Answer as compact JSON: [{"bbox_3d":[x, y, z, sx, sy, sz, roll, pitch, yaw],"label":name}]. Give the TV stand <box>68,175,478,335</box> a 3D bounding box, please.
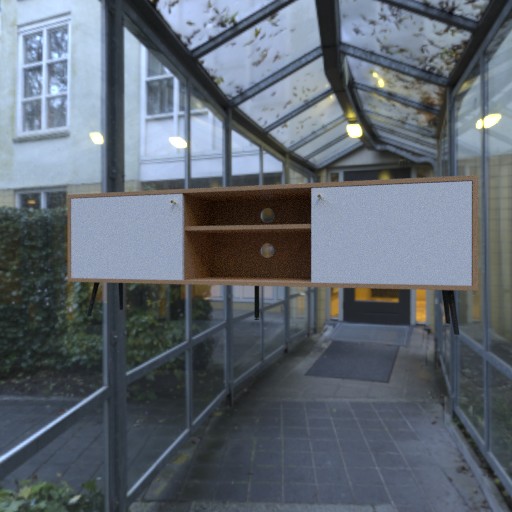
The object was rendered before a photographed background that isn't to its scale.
[{"bbox_3d":[0.000,0.000,2.001,1.760,0.580,0.400,0,0,17],"label":"TV stand"}]
